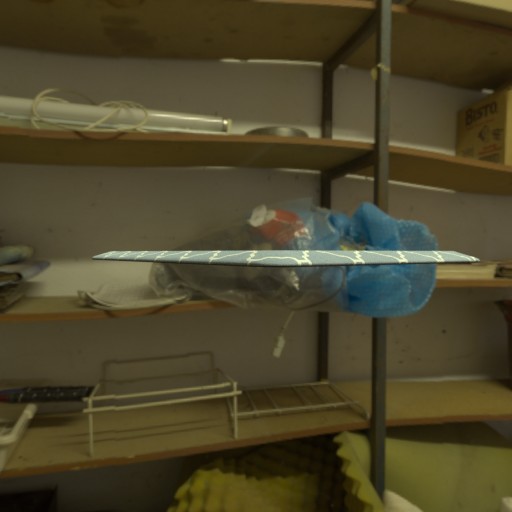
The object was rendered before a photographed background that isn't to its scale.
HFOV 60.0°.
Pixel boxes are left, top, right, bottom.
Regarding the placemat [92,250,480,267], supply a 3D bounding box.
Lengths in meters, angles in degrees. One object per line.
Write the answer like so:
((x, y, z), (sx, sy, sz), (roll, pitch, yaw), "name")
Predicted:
((0.000, 0.000, 0.978), (0.508, 0.021, 0.762), (0, 1, -36), "placemat")
